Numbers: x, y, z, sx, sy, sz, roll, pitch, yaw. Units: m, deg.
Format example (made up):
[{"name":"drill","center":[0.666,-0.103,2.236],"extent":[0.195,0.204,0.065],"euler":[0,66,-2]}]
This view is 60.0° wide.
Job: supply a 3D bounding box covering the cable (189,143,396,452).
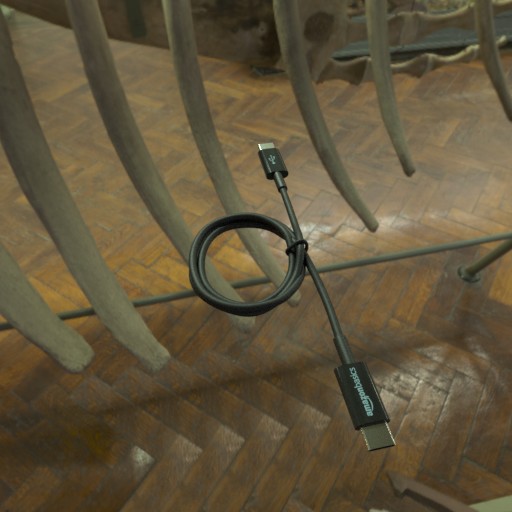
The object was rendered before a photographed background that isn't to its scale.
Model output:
[{"name":"cable","center":[0.000,0.000,0.226],"extent":[0.070,0.014,0.203],"euler":[-9,48,-8]}]
